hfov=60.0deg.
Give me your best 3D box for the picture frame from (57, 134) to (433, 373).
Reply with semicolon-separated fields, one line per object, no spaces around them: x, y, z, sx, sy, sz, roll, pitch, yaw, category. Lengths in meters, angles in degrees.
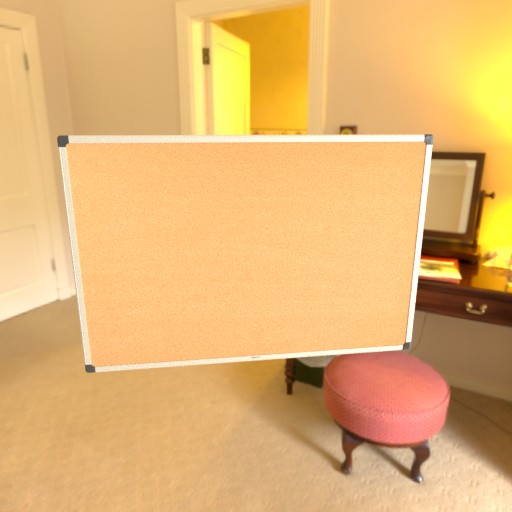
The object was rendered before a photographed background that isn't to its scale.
0.000;0.000;1.137;0.900;0.600;0.010;-2;17;-8;picture frame
